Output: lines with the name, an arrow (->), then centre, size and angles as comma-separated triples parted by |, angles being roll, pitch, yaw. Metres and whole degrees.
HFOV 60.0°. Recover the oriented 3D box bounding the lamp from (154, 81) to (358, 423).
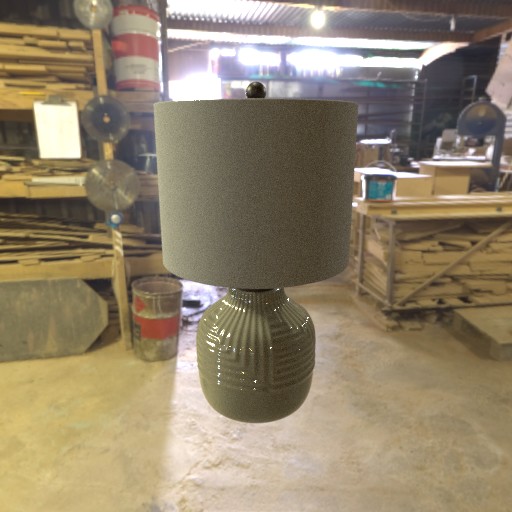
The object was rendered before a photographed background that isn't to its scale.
lamp -> 0.000, 0.000, 0.772 | 0.318, 0.567, 0.318 | 0, 16, 0
